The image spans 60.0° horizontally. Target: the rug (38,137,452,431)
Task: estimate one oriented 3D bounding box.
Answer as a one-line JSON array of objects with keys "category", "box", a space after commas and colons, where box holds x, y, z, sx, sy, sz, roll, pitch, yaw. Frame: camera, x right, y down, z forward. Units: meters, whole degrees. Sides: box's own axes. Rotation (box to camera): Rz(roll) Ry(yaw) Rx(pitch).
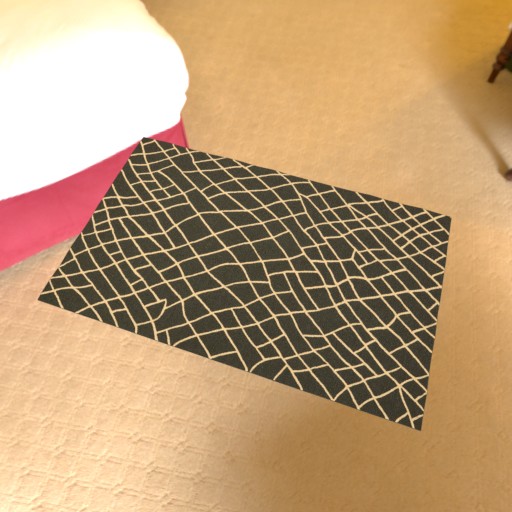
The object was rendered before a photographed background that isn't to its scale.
[{"category": "rug", "box": [0.000, 0.000, 3.008, 2.448, 0.017, 1.529, 16, 61, 9]}]
